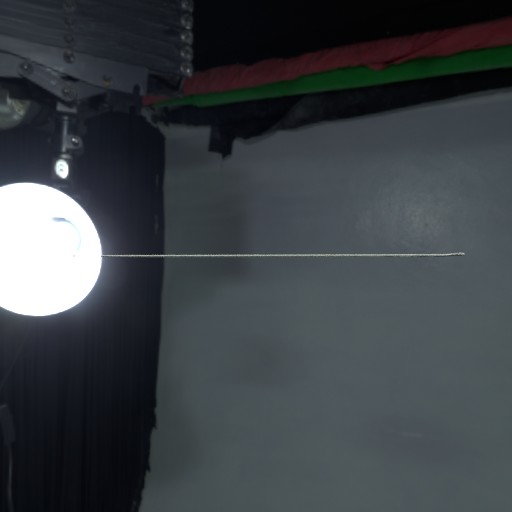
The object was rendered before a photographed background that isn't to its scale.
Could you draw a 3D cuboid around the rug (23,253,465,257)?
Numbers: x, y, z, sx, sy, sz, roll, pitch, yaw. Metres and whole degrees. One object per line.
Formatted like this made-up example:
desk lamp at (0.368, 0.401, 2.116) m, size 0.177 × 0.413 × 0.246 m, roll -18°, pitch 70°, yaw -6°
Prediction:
rug at (0.000, 0.000, 3.776) m, size 3.040 × 0.017 × 2.030 m, roll 0°, pitch 0°, yaw 19°
